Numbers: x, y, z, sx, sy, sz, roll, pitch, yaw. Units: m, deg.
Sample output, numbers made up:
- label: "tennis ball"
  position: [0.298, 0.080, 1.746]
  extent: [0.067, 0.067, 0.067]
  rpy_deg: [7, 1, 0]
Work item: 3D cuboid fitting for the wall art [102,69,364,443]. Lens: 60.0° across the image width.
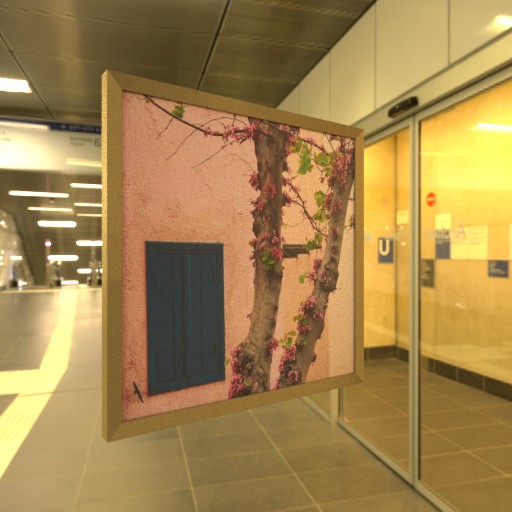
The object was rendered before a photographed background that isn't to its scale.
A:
- label: "wall art"
  position: [0.000, 0.000, 1.135]
  extent: [0.762, 0.762, 0.038]
  rpy_deg: [0, 0, -34]
